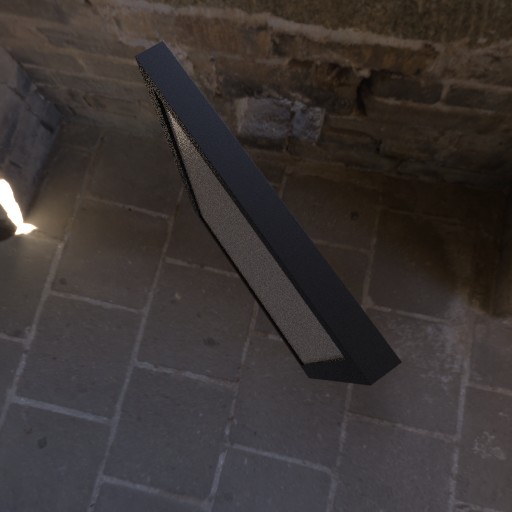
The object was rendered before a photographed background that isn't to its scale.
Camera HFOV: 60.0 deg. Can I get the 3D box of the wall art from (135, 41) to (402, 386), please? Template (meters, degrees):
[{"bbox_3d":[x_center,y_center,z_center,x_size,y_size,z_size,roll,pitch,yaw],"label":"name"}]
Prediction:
[{"bbox_3d":[0.000,0.000,0.534,0.029,0.381,0.330,-33,78,-8],"label":"wall art"}]
